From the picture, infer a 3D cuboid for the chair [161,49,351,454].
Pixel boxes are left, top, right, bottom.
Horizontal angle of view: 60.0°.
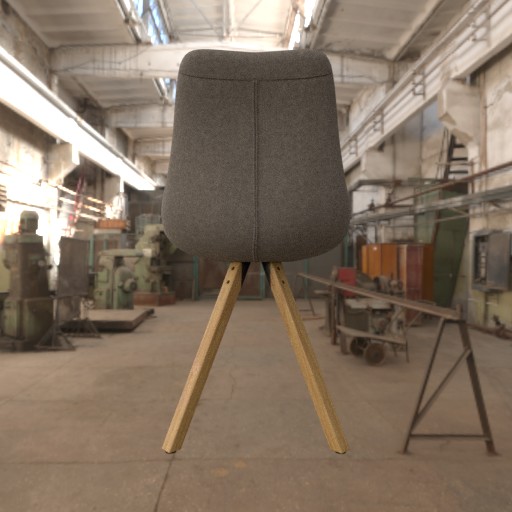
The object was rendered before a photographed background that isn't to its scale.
[{"bbox_3d":[0.000,0.000,1.182,0.483,0.865,0.550,0,0,0],"label":"chair"}]
